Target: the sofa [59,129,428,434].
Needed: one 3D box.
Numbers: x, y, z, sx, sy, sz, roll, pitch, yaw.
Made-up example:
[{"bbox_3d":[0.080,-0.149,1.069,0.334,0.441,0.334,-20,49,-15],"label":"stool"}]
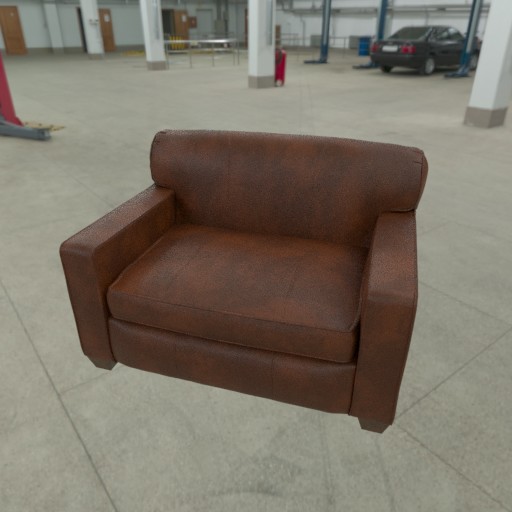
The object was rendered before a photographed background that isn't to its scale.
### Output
[{"bbox_3d":[0.000,0.000,2.048,1.413,0.956,1.000,8,29,15],"label":"sofa"}]
